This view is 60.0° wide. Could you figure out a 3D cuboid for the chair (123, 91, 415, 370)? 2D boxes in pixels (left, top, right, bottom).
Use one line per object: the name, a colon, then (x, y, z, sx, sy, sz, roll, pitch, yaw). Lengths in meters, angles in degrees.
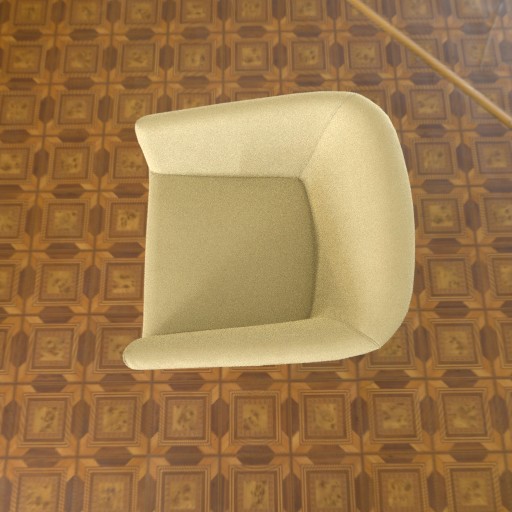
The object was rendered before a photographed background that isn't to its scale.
chair: (0.000, 0.000, 1.317, 0.657, 0.822, 0.643, -1, 76, 0)
